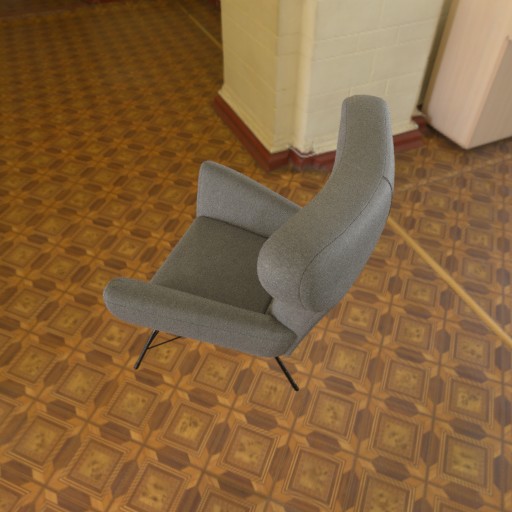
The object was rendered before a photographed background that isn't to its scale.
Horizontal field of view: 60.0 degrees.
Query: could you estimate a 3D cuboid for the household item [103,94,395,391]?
[{"bbox_3d":[0.000,0.000,1.765,0.900,1.050,0.980,15,48,14],"label":"household item"}]
